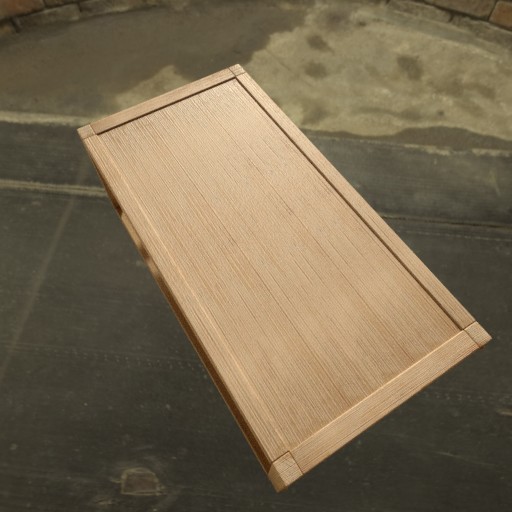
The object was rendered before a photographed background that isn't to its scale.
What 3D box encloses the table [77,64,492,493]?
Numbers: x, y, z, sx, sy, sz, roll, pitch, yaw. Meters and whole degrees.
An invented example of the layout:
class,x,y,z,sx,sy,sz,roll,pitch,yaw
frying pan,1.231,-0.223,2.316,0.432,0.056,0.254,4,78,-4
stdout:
class,x,y,z,sx,sy,sz,roll,pitch,yaw
table,0.000,0.000,1.557,0.660,0.457,1.321,-29,64,-15
